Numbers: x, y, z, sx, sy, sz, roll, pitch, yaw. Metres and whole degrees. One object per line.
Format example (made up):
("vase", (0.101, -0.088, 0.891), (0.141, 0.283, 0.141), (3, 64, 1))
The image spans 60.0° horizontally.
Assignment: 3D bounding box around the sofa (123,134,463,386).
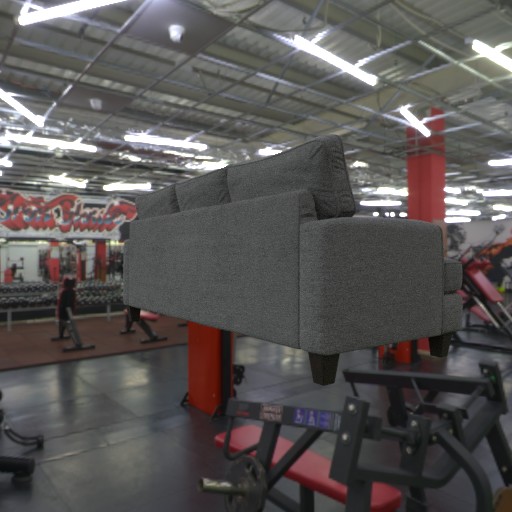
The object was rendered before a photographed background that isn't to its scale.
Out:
("sofa", (0.000, 0.000, 2.717), (0.951, 0.965, 2.158), (0, 0, -36))
